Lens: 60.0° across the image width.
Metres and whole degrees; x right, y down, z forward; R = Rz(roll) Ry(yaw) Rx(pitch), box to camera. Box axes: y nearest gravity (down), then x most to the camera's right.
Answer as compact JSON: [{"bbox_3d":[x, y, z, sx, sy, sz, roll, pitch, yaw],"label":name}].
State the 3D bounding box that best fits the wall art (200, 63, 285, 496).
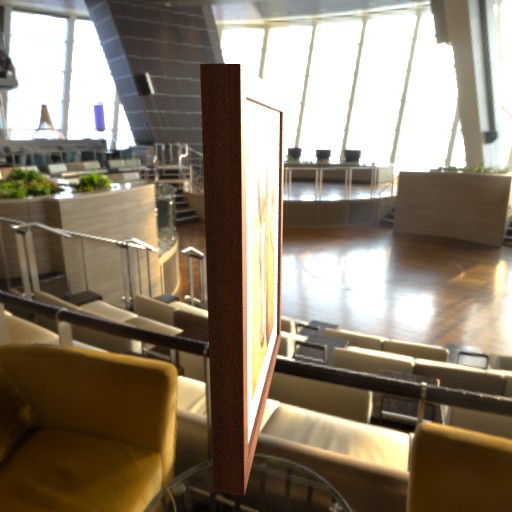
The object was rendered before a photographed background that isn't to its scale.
[{"bbox_3d":[0.000,0.000,0.529,0.030,0.381,0.330,2,16,9],"label":"wall art"}]
